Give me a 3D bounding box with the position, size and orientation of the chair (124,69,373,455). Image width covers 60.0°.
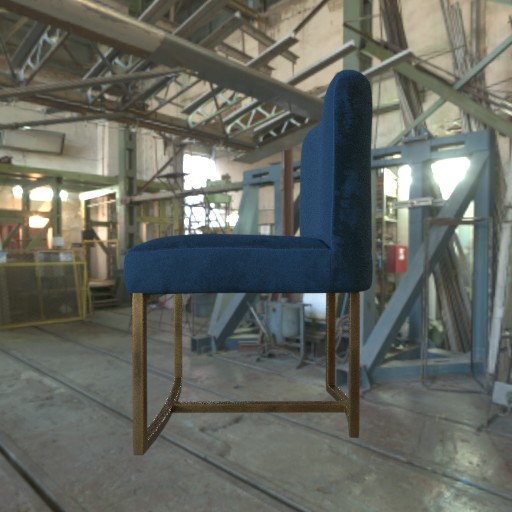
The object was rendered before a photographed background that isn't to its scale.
[{"bbox_3d":[0.000,0.000,1.167,0.560,0.824,0.530,0,1,0],"label":"chair"}]
